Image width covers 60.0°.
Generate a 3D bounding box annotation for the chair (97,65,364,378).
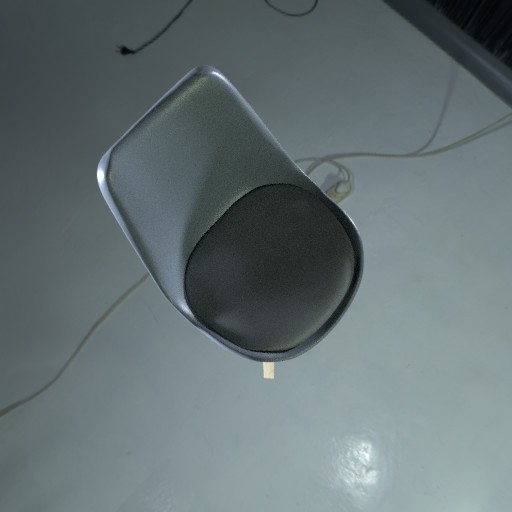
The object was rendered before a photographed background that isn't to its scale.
[{"bbox_3d":[0.000,0.000,1.180,0.550,0.850,0.485,40,80,9],"label":"chair"}]
